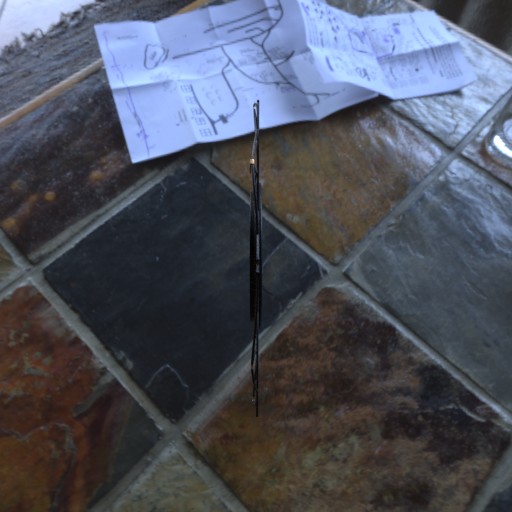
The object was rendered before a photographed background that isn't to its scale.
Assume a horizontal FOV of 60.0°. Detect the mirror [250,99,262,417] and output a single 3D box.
[{"bbox_3d":[0.000,0.000,1.160,0.028,0.775,0.797,0,63,0],"label":"mirror"}]
